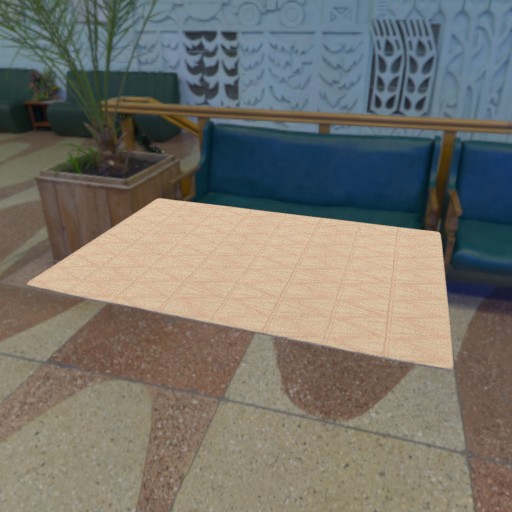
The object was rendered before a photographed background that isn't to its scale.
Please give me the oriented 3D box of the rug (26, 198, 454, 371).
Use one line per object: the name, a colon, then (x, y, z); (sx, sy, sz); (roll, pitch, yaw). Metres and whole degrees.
rug: (0.000, 0.000, 2.979); (2.390, 0.015, 1.609); (9, 28, 16)
